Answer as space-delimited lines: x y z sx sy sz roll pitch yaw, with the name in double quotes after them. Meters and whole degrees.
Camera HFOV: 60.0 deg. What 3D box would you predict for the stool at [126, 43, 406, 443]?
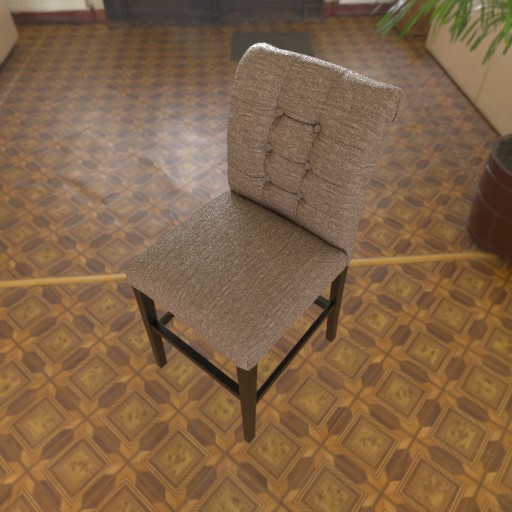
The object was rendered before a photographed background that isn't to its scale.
0.000 0.000 1.307 0.457 0.970 0.611 31 54 26 "stool"
